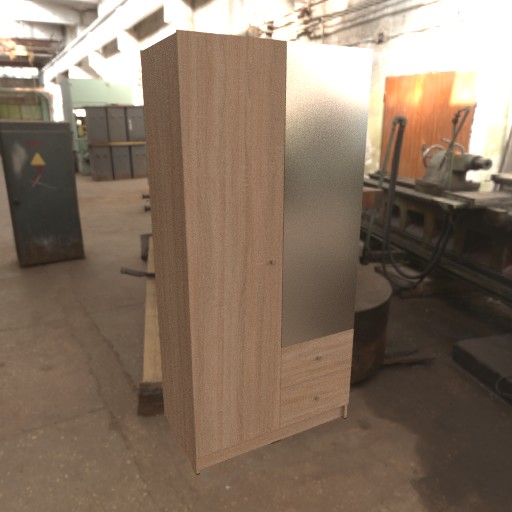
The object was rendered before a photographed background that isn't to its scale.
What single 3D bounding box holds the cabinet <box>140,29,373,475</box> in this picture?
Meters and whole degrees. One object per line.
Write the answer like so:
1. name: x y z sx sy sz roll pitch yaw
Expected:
1. cabinet: 0.000 0.000 2.483 1.001 2.121 0.590 -9 18 -27
